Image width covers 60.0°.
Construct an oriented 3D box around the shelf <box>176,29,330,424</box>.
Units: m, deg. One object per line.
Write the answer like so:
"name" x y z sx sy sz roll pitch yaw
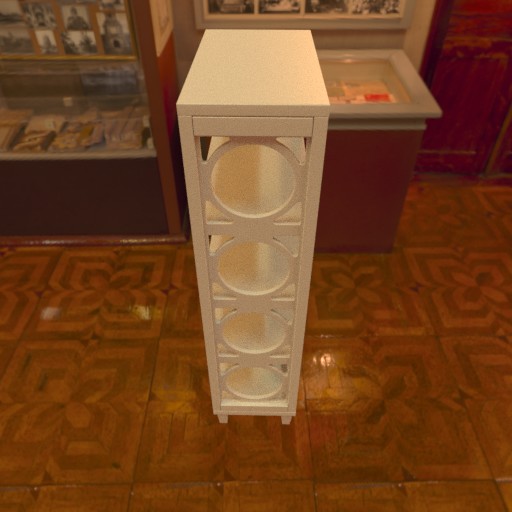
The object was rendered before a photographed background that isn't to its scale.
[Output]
"shelf" 0.000 0.000 1.666 0.340 1.411 0.611 1 41 1
